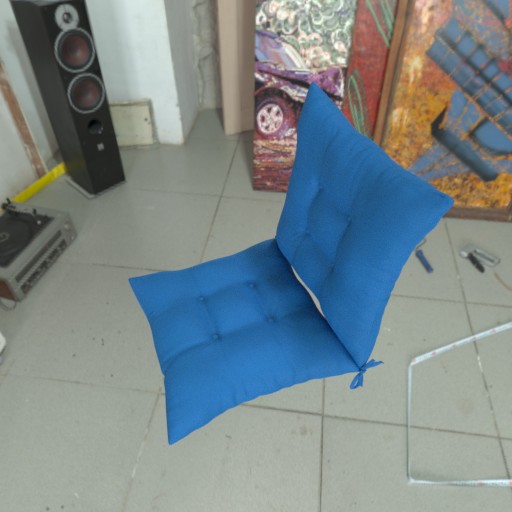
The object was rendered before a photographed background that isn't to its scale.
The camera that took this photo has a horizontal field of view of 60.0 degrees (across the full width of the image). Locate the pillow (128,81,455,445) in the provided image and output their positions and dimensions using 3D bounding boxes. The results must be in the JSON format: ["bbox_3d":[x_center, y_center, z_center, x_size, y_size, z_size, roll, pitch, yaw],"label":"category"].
[{"bbox_3d":[0.000,0.000,1.007,0.585,0.536,0.541,-16,47,-15],"label":"pillow"}]
